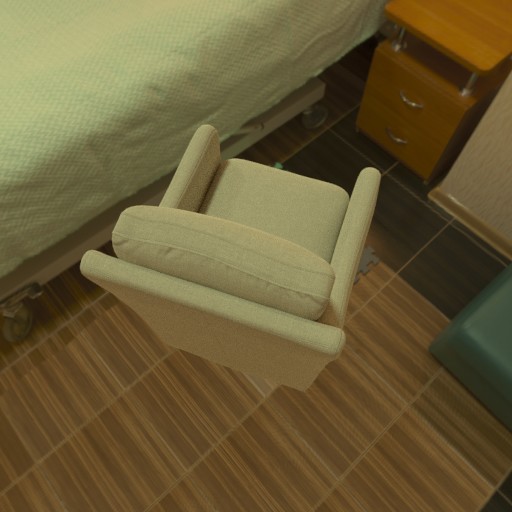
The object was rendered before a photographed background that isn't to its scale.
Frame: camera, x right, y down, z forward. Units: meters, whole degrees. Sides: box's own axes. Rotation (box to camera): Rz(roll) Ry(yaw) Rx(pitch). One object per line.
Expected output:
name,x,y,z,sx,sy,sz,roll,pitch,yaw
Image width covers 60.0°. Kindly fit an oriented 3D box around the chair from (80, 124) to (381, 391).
chair,0.000,0.000,1.409,0.626,0.914,0.694,17,64,8
